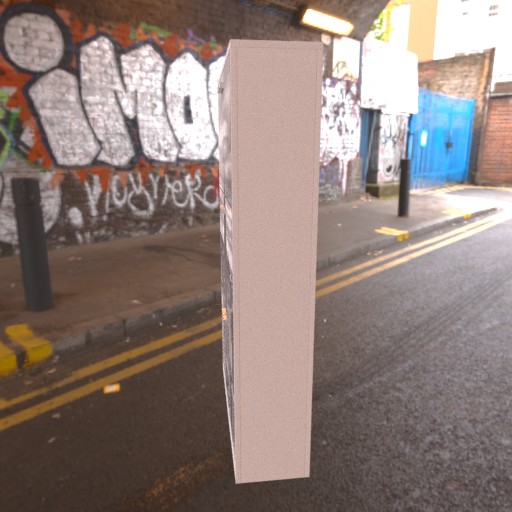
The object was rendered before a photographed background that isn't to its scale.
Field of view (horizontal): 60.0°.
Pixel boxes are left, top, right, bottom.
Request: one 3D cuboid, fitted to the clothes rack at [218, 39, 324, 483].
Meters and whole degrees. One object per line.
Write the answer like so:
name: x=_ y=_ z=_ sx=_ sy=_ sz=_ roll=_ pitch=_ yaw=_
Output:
clothes rack: x=0.000 y=0.000 z=1.612 sx=0.250 sy=1.280 sz=0.750 roll=-2 pitch=14 yaw=-7
